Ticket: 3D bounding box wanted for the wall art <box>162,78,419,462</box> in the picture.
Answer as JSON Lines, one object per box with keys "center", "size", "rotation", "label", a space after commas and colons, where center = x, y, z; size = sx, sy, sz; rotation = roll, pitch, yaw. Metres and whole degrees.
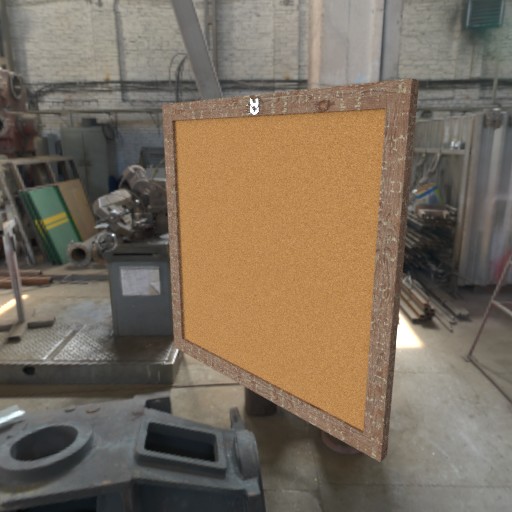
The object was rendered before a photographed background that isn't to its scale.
{"center": [0.000, 0.000, 0.554], "size": [0.022, 0.380, 0.380], "rotation": [-14, 20, -43], "label": "wall art"}
